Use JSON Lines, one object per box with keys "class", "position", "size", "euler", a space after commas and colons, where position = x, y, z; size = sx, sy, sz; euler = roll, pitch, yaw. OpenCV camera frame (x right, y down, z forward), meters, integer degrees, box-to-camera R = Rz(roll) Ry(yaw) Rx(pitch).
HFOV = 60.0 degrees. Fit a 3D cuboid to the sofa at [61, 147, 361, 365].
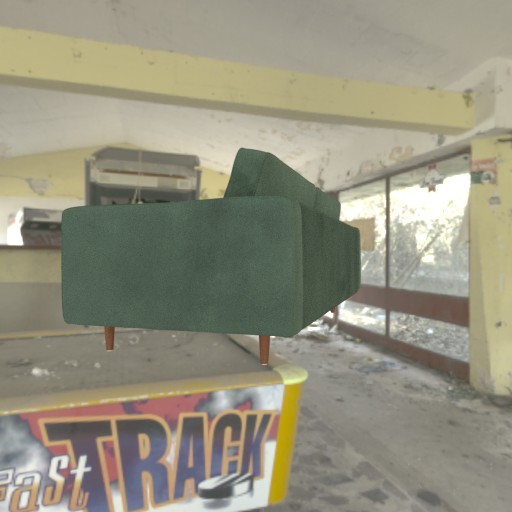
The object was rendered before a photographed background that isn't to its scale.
{"class": "sofa", "position": [0.000, 0.000, 2.373], "size": [0.916, 0.772, 1.880], "euler": [0, 0, 19]}
